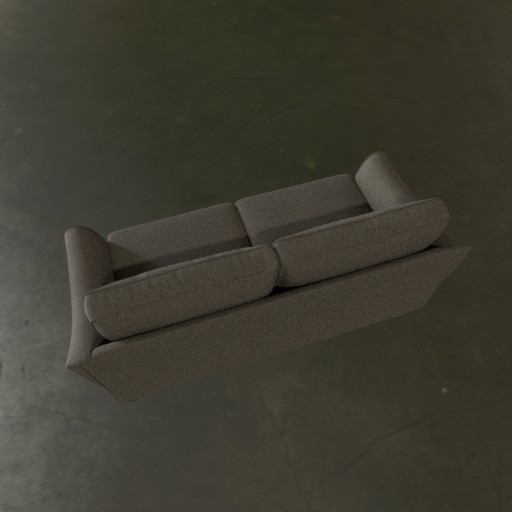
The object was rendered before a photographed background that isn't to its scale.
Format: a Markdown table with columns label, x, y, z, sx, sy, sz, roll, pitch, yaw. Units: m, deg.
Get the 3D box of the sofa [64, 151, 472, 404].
| label | x | y | z | sx | sy | sz | roll | pitch | yaw |
| --- | --- | --- | --- | --- | --- | --- | --- | --- | --- |
| sofa | 0.000 | 0.000 | 2.749 | 2.203 | 0.976 | 1.013 | -15 | 59 | -10 |
